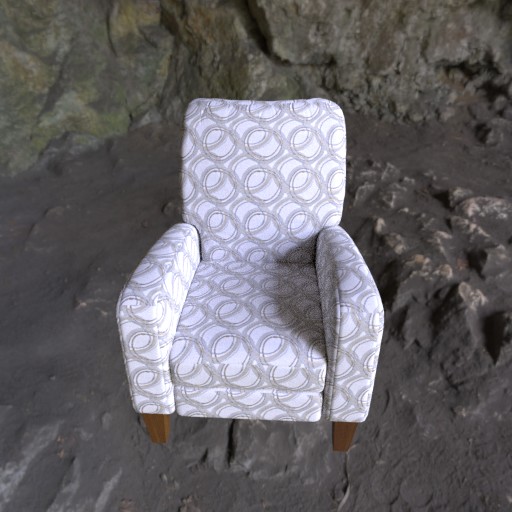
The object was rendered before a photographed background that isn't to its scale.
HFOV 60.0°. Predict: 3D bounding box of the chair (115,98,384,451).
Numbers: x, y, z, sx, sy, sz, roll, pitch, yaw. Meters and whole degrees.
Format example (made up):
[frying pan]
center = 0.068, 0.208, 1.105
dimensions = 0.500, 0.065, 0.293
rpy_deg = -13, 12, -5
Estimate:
[chair]
center = 0.000, 0.000, 1.731
dimensions = 0.796, 1.065, 0.995
rpy_deg = 2, 30, 3
